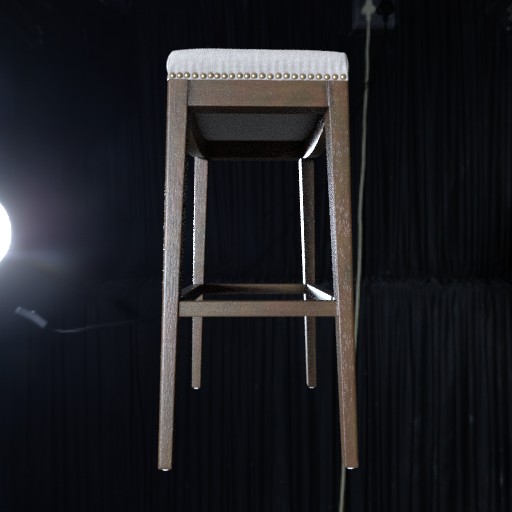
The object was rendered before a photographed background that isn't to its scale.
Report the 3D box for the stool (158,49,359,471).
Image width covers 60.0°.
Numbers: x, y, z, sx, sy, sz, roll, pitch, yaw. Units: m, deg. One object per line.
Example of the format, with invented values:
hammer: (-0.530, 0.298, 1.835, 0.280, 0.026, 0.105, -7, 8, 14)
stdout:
stool: (0.000, 0.000, 1.037, 0.356, 0.762, 0.508, 0, 0, -1)
